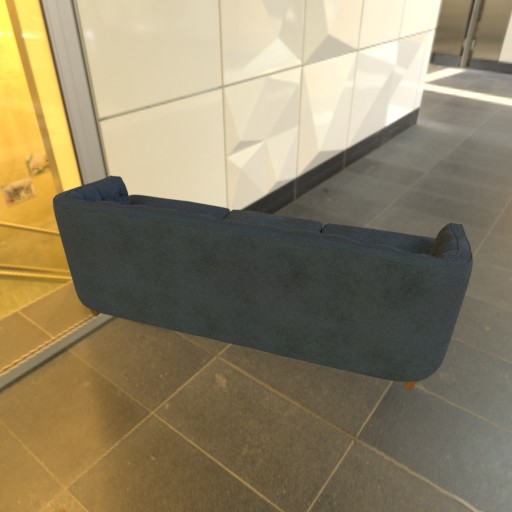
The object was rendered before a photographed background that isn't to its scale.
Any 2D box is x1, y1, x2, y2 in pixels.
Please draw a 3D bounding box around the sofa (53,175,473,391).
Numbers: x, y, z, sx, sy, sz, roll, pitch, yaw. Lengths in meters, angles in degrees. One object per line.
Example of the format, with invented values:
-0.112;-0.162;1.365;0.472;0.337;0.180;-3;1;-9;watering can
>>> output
0.000;0.000;2.666;2.278;0.855;0.941;10;34;15;sofa
